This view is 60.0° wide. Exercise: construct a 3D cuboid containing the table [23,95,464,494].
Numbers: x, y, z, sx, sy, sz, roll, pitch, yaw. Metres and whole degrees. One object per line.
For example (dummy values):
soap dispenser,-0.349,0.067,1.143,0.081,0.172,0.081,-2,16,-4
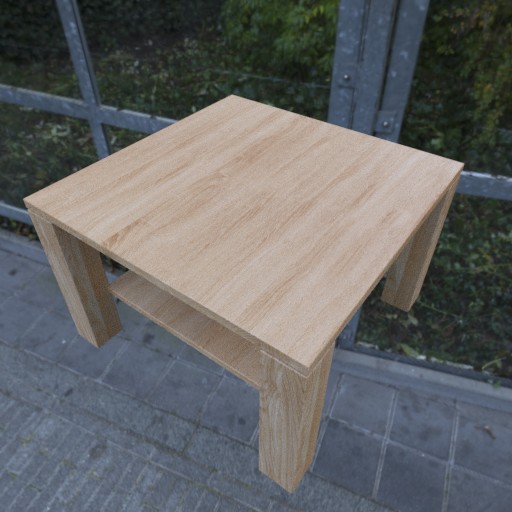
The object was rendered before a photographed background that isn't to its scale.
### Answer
table,0.000,0.000,1.132,0.700,0.450,0.700,26,48,26
